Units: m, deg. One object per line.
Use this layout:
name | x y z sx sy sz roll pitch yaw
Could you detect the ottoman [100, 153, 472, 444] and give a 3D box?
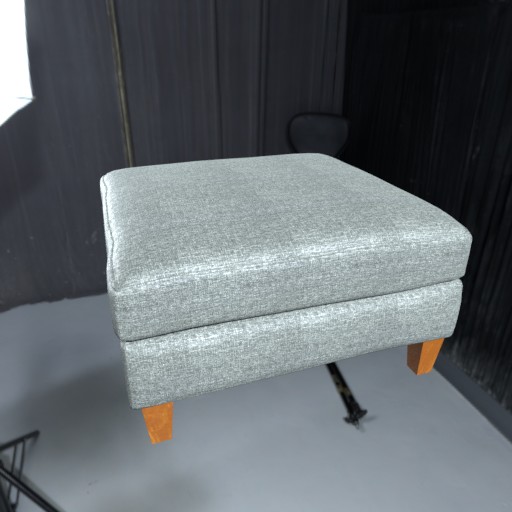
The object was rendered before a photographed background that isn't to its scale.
ottoman | 0.000 0.000 1.334 0.838 0.481 0.838 -8 27 -17
